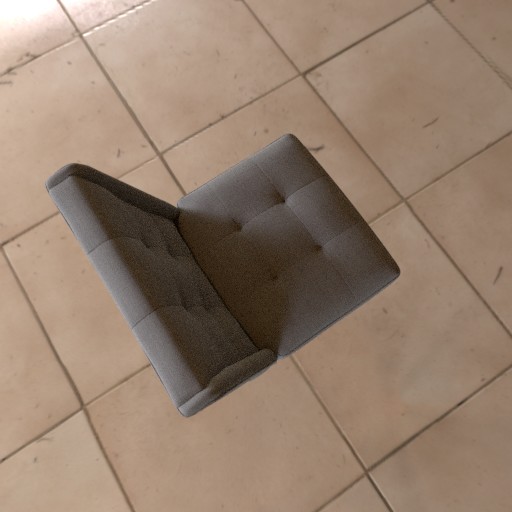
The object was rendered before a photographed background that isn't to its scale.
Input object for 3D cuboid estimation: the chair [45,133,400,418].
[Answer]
[{"bbox_3d":[0.000,0.000,1.277,0.676,0.853,0.569,-33,77,-9],"label":"chair"}]
